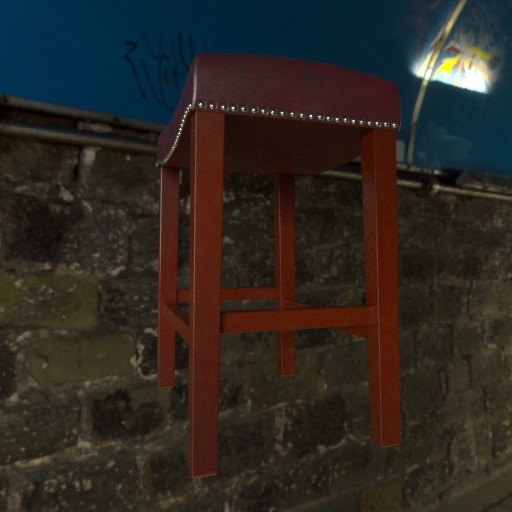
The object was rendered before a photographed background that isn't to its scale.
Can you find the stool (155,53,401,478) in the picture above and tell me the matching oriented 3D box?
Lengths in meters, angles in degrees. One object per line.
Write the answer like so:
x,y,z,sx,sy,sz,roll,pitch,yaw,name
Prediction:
0.000,0.000,0.944,0.372,0.657,0.504,0,1,-19,stool
